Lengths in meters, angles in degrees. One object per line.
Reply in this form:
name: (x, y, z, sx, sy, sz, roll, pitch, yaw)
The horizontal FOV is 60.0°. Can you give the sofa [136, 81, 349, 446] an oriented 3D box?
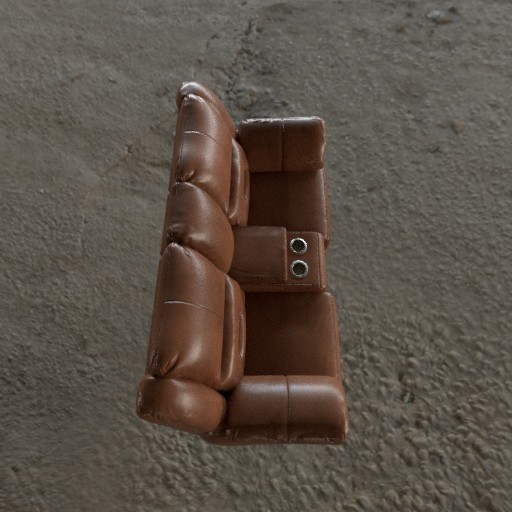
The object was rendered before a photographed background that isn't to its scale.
sofa: (0.000, 0.000, 2.627, 0.991, 1.043, 2.058, 1, 63, 0)
